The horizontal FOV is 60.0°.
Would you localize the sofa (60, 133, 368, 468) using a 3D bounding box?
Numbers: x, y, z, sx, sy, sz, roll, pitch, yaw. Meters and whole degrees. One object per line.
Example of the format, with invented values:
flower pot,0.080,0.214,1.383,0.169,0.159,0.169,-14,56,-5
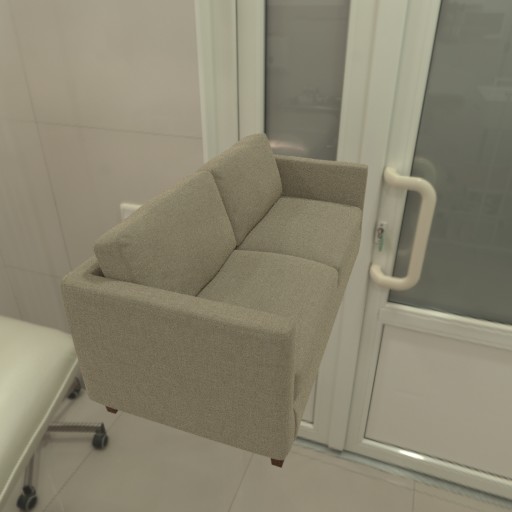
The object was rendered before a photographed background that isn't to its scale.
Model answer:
sofa,0.000,0.000,2.428,0.951,0.947,1.884,10,31,17
